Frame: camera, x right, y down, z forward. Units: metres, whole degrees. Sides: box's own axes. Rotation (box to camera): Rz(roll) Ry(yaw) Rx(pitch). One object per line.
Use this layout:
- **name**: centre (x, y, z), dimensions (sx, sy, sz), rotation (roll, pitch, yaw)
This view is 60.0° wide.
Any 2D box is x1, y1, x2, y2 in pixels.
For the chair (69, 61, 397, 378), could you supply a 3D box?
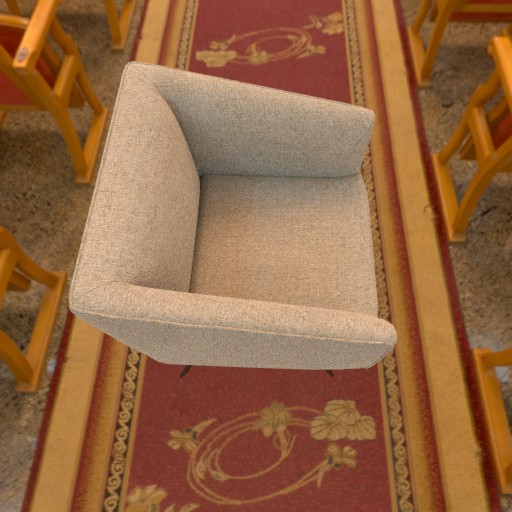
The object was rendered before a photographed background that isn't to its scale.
- **chair**: centre (0.000, 0.000, 1.214), dimensions (0.623, 0.760, 0.628), rotation (2, 63, 1)
